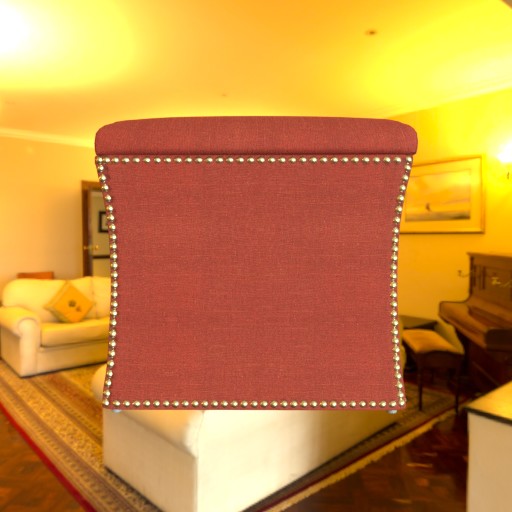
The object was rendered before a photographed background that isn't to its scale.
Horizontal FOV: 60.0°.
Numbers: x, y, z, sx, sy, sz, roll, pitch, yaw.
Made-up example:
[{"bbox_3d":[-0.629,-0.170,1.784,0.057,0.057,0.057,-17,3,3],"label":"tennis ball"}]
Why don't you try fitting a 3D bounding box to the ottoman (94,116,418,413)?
[{"bbox_3d":[0.000,0.000,0.906,0.507,0.475,0.497,0,2,0],"label":"ottoman"}]
